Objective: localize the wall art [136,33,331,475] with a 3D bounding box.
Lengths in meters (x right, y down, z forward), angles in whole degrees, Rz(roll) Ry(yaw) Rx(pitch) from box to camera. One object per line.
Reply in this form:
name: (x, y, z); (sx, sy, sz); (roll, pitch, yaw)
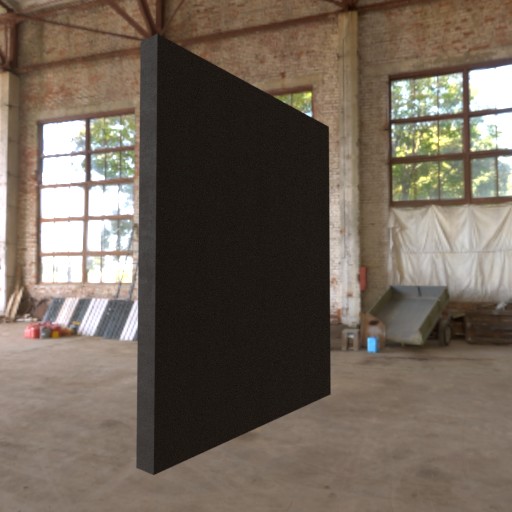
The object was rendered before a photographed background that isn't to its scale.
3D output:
wall art: (0.000, 0.000, 0.744); (0.034, 0.552, 0.455); (-2, -3, 38)
